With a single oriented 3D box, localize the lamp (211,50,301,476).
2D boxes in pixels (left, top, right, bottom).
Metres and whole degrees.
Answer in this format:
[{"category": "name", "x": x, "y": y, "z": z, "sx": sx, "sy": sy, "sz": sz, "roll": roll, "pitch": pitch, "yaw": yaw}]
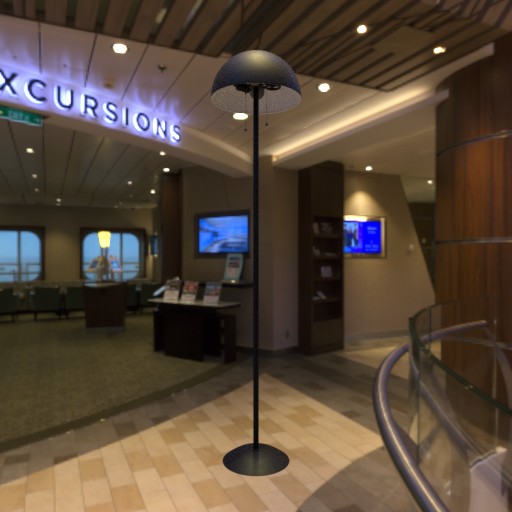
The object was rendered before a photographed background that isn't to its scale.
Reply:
[{"category": "lamp", "x": 0.000, "y": 0.000, "z": 1.610, "sx": 0.328, "sy": 1.480, "sz": 0.328, "roll": 0, "pitch": 0, "yaw": 19}]
